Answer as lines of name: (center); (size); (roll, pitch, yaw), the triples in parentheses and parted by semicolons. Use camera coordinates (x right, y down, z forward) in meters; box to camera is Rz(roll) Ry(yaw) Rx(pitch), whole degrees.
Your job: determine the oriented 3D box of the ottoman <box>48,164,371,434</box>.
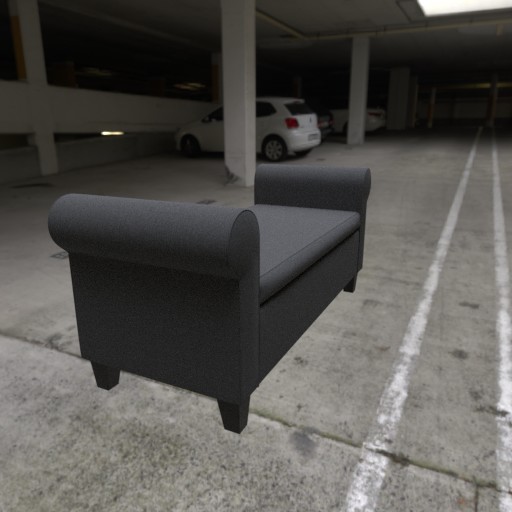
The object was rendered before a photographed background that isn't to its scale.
ottoman: (0.000, 0.000, 1.558); (0.521, 0.547, 1.256); (8, 18, 25)
